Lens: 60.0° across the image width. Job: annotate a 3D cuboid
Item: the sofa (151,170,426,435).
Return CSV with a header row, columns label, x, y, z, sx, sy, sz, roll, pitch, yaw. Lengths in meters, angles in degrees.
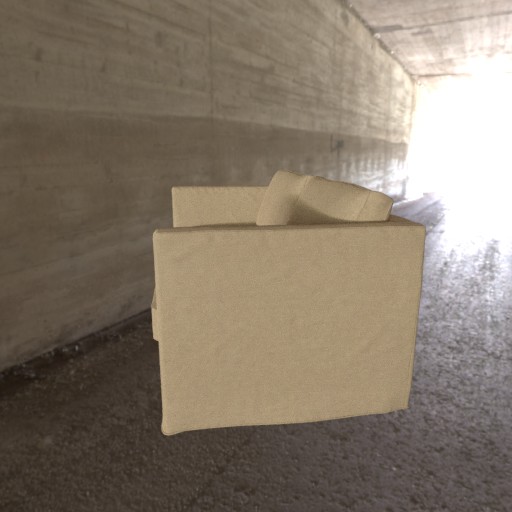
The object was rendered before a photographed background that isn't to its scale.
label,x,y,z,sx,sy,sz,roll,pitch,yaw
sofa,0.000,0.000,2.319,0.962,0.835,1.719,-2,14,-8
